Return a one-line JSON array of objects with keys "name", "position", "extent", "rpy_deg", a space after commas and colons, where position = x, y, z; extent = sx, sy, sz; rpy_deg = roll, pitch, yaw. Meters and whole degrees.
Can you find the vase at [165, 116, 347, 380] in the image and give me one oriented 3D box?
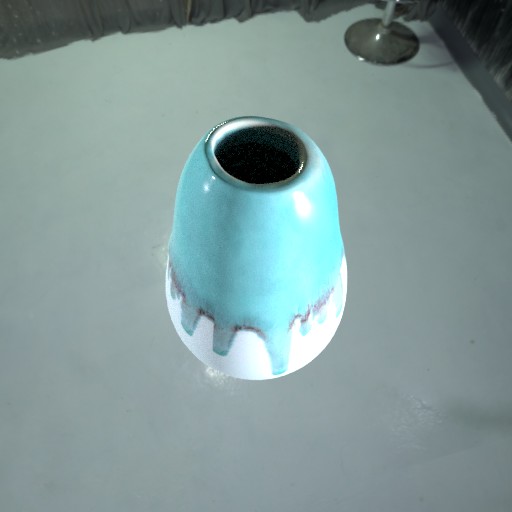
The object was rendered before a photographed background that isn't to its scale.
[{"name": "vase", "position": [0.000, 0.000, 0.256], "extent": [0.116, 0.179, 0.116], "rpy_deg": [0, 60, 0]}]
